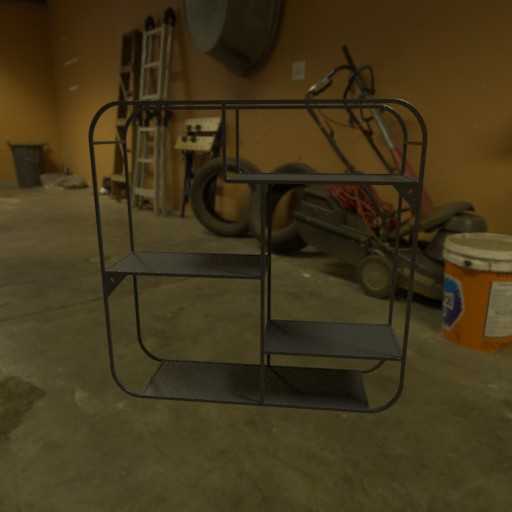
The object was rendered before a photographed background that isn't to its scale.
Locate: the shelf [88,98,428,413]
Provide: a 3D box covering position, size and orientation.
[{"bbox_3d":[0.000,0.000,0.917,0.600,0.600,0.160,2,15,6],"label":"shelf"}]
